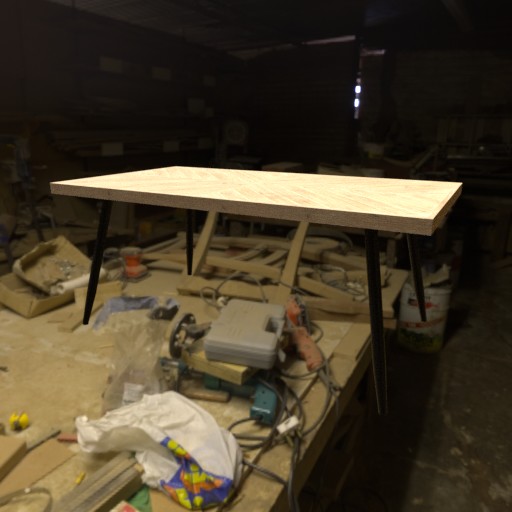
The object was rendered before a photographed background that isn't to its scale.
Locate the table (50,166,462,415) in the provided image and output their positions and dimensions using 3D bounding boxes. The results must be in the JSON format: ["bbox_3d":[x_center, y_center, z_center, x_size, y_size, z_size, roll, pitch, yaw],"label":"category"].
[{"bbox_3d":[0.000,0.000,2.321,1.803,0.762,0.991,9,19,28],"label":"table"}]
